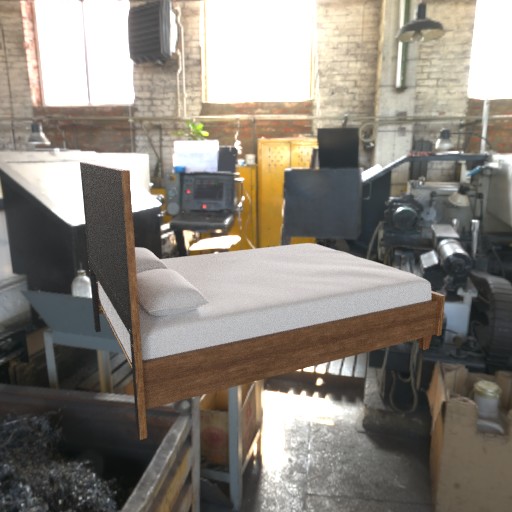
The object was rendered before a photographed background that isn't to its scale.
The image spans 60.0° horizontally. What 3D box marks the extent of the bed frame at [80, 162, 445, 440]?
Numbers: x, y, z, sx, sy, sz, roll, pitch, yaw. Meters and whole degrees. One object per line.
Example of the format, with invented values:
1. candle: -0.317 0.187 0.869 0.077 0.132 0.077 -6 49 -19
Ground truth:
1. bed frame: 0.000 0.000 3.445 2.276 1.417 1.696 -7 15 -26
